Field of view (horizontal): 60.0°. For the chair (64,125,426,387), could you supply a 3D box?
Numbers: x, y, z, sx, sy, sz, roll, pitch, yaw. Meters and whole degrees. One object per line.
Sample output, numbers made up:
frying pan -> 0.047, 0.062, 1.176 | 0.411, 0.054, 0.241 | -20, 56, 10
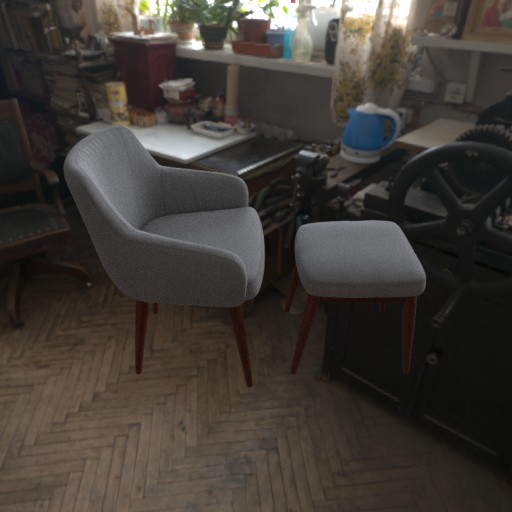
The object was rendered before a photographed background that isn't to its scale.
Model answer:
chair -> 0.000, 0.000, 1.541 | 1.107, 0.799, 0.584 | 0, 33, 0
